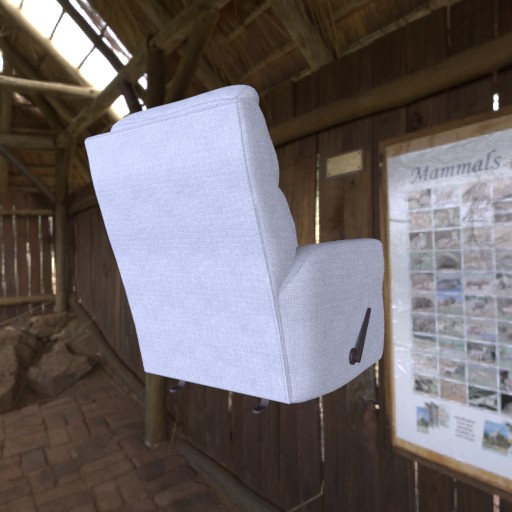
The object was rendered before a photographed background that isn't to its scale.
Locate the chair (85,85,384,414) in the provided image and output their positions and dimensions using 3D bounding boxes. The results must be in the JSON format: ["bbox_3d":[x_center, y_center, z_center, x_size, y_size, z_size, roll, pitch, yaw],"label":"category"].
[{"bbox_3d":[0.000,0.000,1.774,0.829,1.030,1.080,0,0,35],"label":"chair"}]
